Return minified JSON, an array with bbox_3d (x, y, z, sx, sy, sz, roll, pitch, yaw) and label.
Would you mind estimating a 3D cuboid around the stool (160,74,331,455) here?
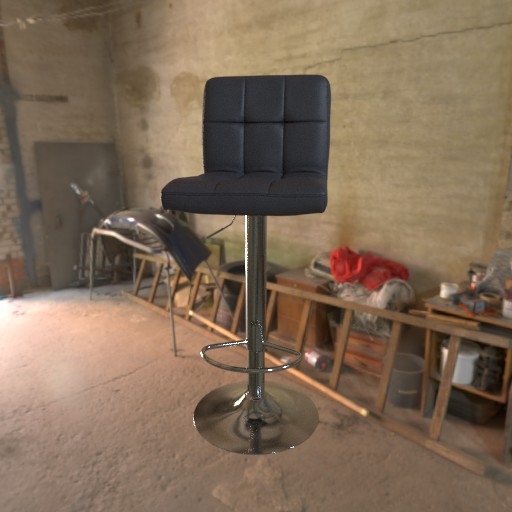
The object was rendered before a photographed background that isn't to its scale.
[{"bbox_3d":[0.000,0.000,1.378,0.430,1.115,0.505,2,14,8],"label":"stool"}]
